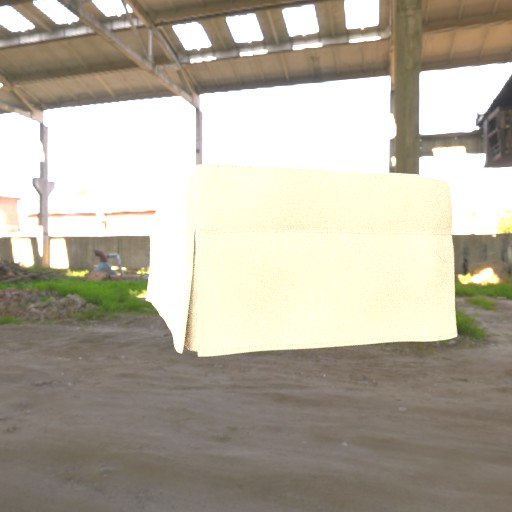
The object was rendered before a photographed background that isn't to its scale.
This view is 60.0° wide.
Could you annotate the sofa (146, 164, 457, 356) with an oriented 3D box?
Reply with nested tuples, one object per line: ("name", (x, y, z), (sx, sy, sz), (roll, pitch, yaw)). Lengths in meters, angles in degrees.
("sofa", (0.000, 0.000, 2.113), (0.939, 0.552, 1.677), (0, 0, -17))
